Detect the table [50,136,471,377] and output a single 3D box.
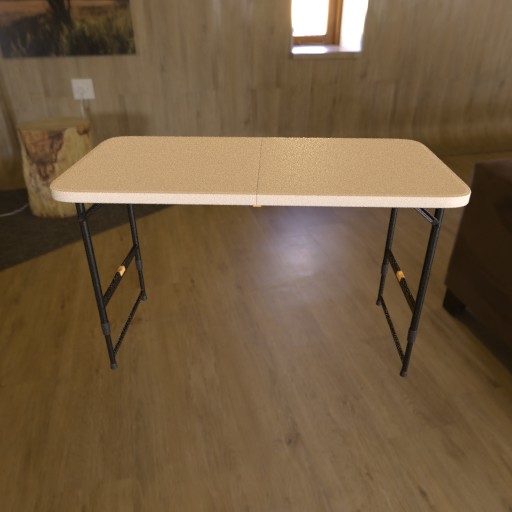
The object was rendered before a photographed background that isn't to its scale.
[{"bbox_3d":[0.000,0.000,1.668,1.245,0.737,0.611,1,30,2],"label":"table"}]
